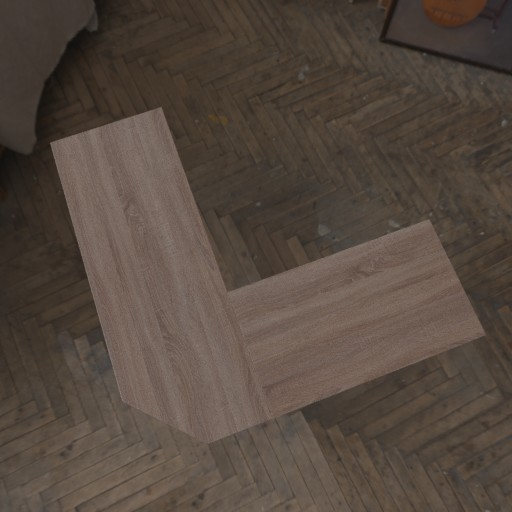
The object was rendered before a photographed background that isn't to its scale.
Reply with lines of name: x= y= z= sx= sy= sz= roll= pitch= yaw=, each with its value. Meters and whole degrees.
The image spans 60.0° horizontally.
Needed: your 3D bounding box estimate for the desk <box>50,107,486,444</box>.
desk: x=0.000 y=0.000 z=2.163 sx=1.379 sy=0.739 sz=1.379 roll=-20 pitch=76 yaw=-5
